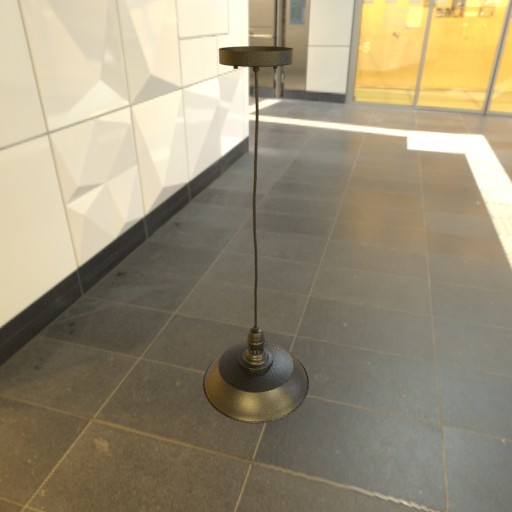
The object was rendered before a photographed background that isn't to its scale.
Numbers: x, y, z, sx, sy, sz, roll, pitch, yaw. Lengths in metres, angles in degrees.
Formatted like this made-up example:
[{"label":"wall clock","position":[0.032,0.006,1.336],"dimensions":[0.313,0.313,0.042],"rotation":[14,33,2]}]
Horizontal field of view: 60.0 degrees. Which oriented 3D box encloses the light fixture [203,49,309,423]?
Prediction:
[{"label":"light fixture","position":[0.000,0.000,1.170],"dimensions":[0.331,0.993,0.331],"rotation":[-1,29,-3]}]
